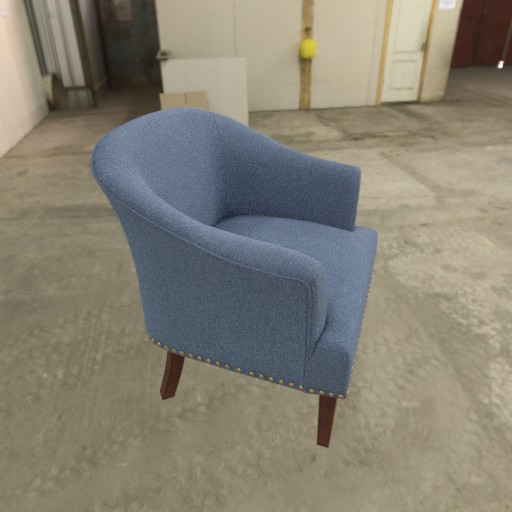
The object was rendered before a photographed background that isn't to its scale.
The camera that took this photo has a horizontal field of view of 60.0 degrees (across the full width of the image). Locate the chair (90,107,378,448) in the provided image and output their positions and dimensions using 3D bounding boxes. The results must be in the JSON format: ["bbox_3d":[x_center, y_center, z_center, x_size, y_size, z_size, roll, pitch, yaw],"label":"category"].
[{"bbox_3d":[0.000,0.000,1.389,0.704,0.815,0.772,10,31,16],"label":"chair"}]
